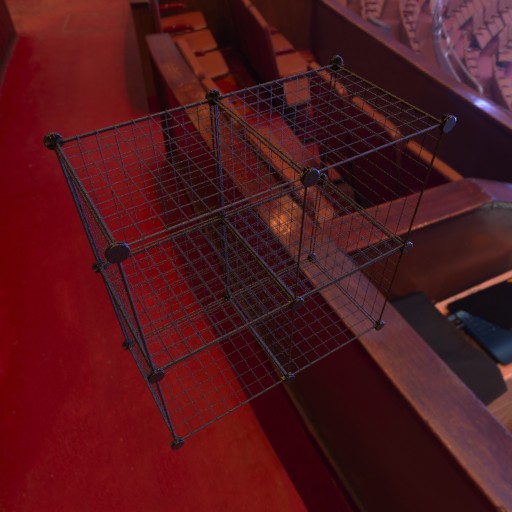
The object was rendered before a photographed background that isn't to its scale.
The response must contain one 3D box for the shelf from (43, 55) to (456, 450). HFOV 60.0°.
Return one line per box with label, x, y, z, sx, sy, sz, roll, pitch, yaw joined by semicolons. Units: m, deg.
shelf;0.000;0.000;1.094;0.711;0.711;0.356;-24;50;-22
